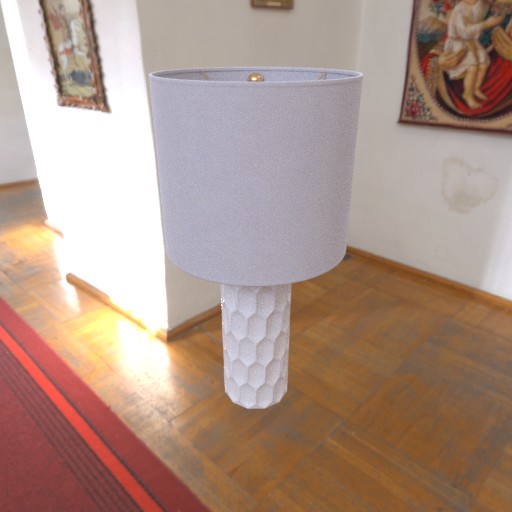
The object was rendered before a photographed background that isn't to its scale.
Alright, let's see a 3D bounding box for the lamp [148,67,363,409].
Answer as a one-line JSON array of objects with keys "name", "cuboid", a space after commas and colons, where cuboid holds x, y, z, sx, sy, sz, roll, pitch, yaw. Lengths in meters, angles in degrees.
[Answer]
[{"name": "lamp", "cuboid": [0.000, 0.000, 0.701, 0.277, 0.537, 0.277, 0, 26, -1]}]
